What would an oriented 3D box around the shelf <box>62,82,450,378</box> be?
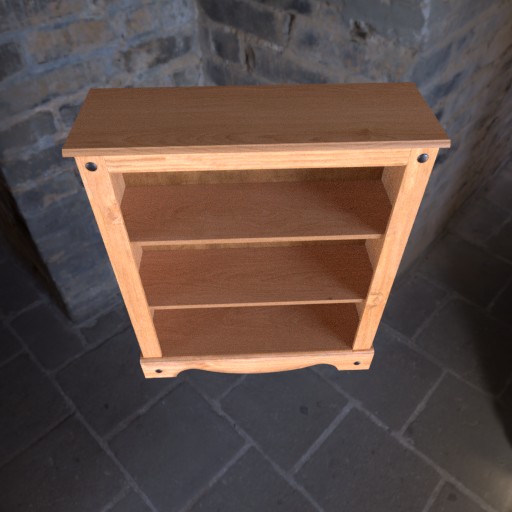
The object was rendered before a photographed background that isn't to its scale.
[{"bbox_3d":[0.000,0.000,1.405,0.840,0.980,0.291,-2,46,-2],"label":"shelf"}]
